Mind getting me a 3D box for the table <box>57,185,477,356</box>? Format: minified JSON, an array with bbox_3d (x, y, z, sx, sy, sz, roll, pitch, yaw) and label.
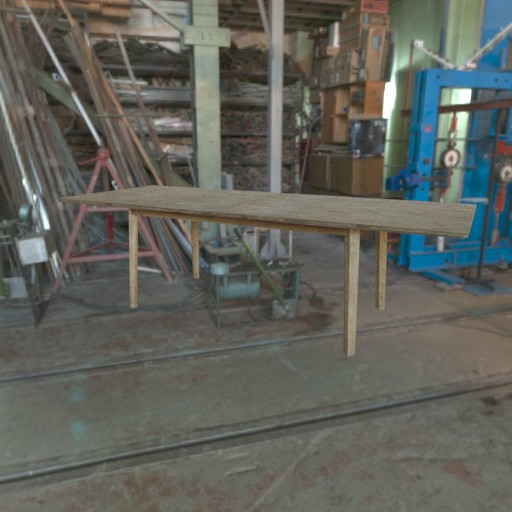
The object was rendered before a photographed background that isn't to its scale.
[{"bbox_3d":[0.000,0.000,3.032,2.603,0.752,1.000,8,17,27],"label":"table"}]
